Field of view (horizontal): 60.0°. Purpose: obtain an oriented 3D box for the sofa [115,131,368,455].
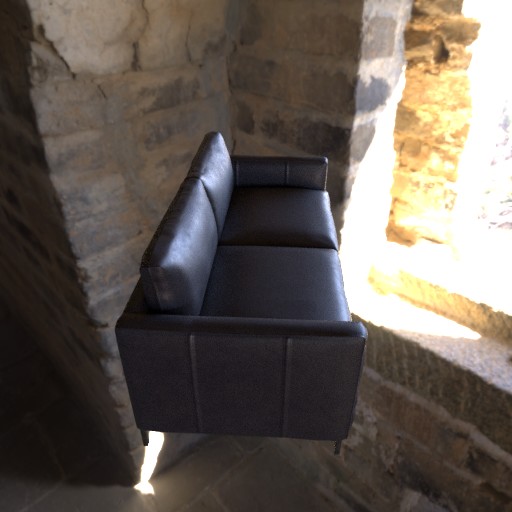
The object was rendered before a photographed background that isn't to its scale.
[{"bbox_3d":[0.000,0.000,2.348,0.947,0.883,1.805,1,32,1],"label":"sofa"}]
